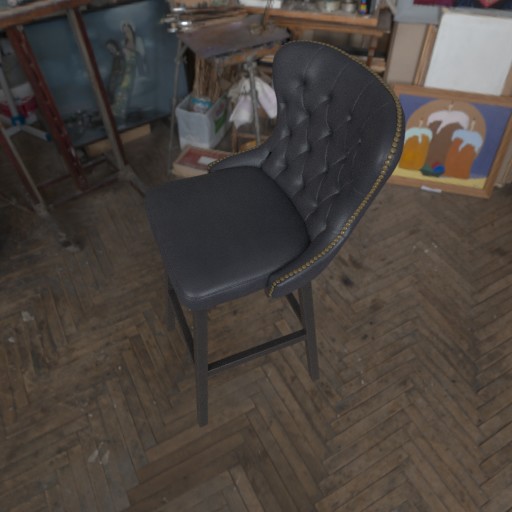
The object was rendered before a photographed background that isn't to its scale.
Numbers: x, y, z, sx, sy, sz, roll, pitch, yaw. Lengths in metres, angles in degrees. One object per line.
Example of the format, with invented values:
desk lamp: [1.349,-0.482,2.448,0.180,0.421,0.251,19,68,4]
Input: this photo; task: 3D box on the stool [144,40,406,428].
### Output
stool: [0.000,0.000,1.334,0.601,1.050,0.528,-17,51,-15]
